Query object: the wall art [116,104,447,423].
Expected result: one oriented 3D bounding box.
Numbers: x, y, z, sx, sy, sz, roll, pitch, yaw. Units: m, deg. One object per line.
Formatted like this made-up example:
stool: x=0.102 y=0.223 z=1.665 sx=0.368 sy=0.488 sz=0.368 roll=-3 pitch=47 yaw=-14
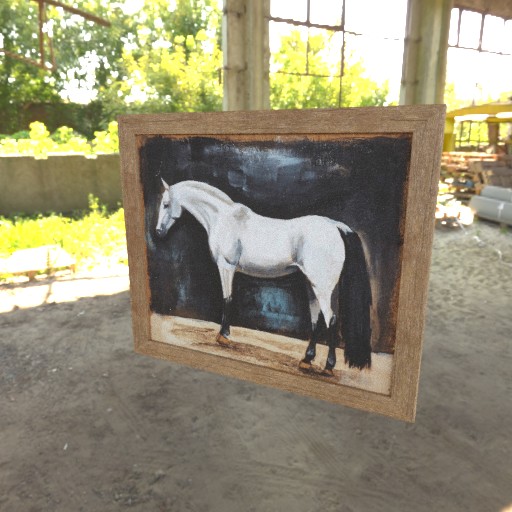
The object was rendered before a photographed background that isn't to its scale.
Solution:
wall art: x=0.000 y=0.000 z=0.941 sx=0.690 sy=0.588 sz=0.026 roll=7 pitch=16 yaw=25
